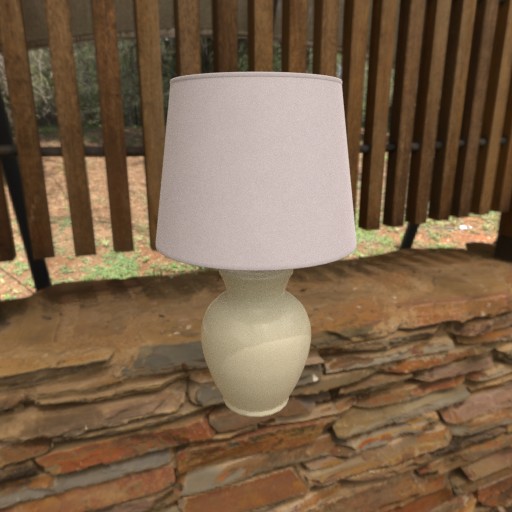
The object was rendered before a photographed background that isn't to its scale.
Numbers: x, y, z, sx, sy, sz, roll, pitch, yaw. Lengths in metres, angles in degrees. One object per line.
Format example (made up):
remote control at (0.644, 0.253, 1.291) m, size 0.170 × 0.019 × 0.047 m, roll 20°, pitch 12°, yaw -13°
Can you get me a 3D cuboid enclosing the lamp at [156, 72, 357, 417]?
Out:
lamp at (0.000, 0.000, 0.545) m, size 0.239 × 0.399 × 0.239 m, roll 0°, pitch 16°, yaw 0°
